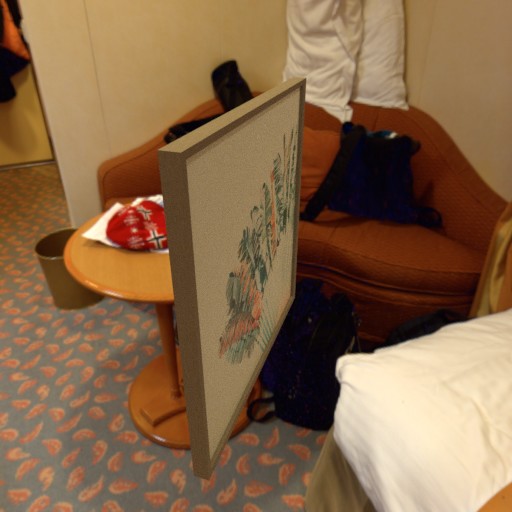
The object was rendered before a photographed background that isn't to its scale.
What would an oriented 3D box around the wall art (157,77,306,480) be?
[{"bbox_3d":[0.000,0.000,1.137,0.038,0.758,0.761,10,31,17],"label":"wall art"}]
